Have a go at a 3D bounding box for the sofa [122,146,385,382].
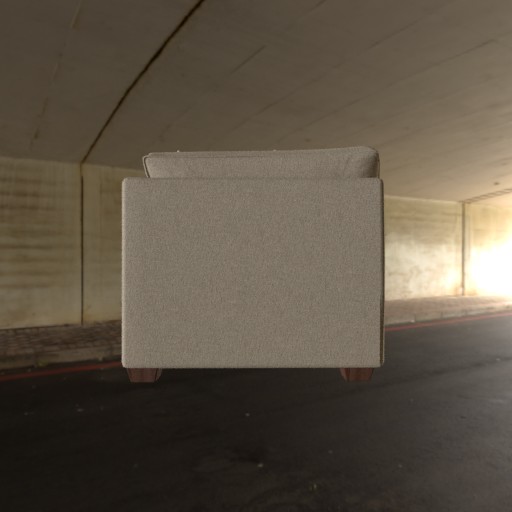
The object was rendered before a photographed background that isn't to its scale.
[{"bbox_3d":[0.000,0.000,2.877,1.110,1.033,2.237,0,0,0],"label":"sofa"}]
